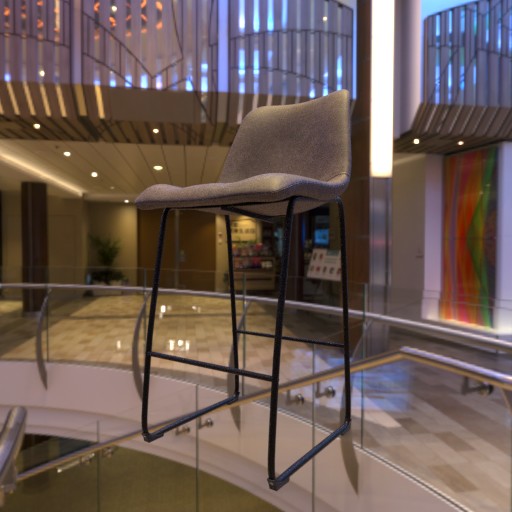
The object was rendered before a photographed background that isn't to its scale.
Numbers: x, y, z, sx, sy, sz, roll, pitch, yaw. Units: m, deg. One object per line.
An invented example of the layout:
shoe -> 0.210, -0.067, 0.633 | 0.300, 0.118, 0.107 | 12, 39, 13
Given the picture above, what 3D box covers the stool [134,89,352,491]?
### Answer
stool -> 0.000, 0.000, 1.349 | 0.514, 1.082, 0.561 | 1, 2, 35
